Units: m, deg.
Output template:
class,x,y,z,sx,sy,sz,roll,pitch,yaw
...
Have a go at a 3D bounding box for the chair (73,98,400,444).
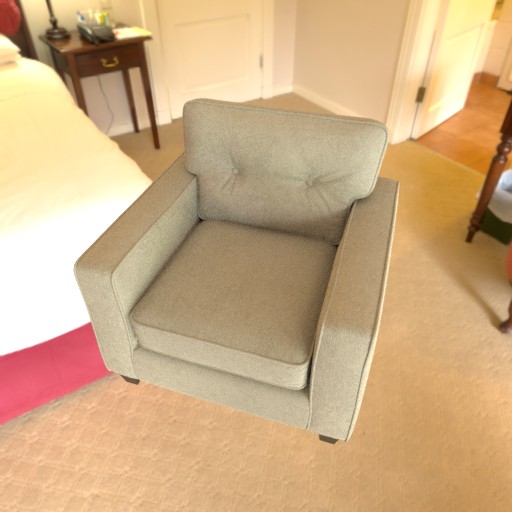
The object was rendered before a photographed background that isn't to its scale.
class,x,y,z,sx,sy,sz,roll,pitch,yaw
chair,0.000,0.000,1.770,1.015,0.965,0.939,12,41,14
